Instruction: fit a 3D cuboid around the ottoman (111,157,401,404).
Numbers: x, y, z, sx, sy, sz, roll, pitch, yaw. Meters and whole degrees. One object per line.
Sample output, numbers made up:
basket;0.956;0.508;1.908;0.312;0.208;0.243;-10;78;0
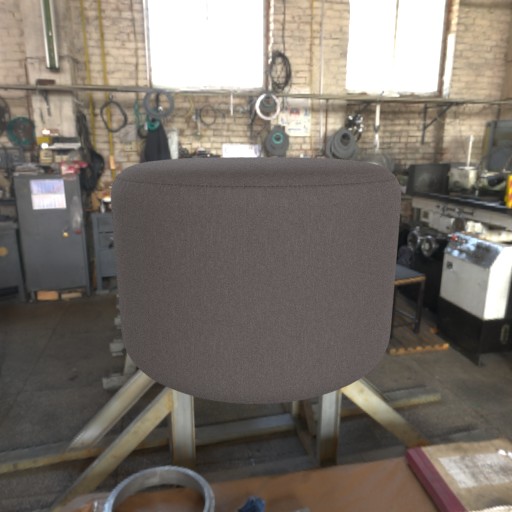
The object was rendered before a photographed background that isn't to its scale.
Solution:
ottoman;0.000;0.000;1.008;0.608;0.433;0.608;0;14;0
